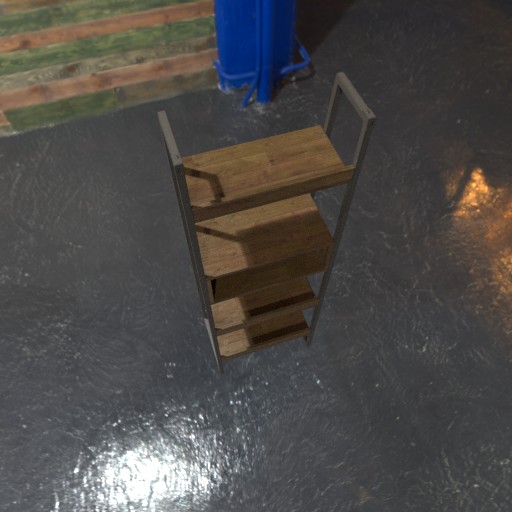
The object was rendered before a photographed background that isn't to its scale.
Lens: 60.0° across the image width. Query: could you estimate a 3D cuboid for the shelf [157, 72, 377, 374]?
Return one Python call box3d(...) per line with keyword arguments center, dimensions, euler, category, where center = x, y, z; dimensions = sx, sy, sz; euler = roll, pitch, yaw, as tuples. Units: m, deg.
box3d(center=(0.000, 0.000, 2.303), dimensions=(0.652, 2.005, 0.454), euler=(-16, 59, -10), category="shelf")
